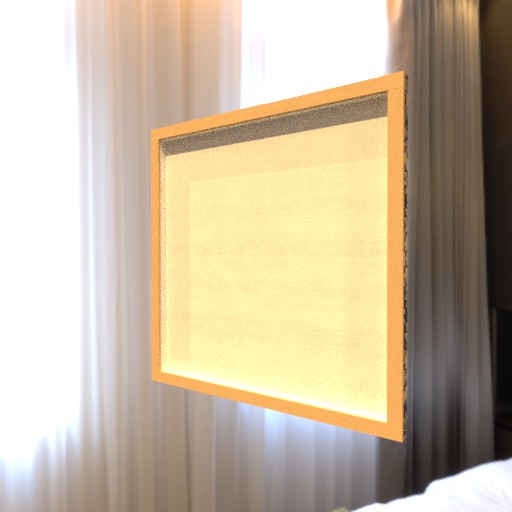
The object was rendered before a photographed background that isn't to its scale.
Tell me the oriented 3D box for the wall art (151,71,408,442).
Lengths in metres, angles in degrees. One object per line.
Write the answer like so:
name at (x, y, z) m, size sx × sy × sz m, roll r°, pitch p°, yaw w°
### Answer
wall art at (0.000, 0.000, 1.367) m, size 0.914 × 0.914 × 0.038 m, roll 0°, pitch 1°, yaw 36°
